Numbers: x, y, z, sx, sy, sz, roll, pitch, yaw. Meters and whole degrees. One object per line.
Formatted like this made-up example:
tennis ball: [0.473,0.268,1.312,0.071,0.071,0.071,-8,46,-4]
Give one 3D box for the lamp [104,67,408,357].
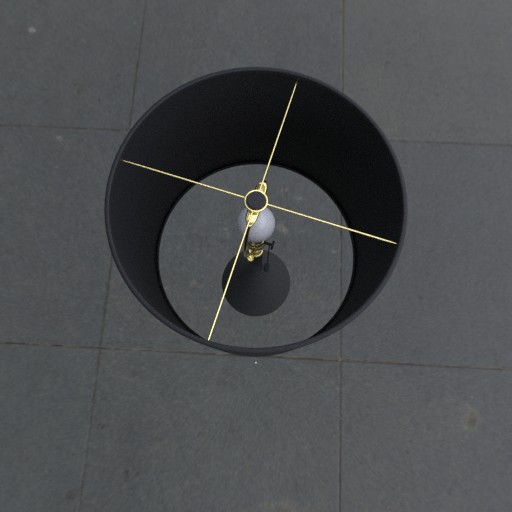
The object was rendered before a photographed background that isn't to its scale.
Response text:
lamp: [0.000,0.000,0.808,0.359,0.584,0.359,17,77,4]
